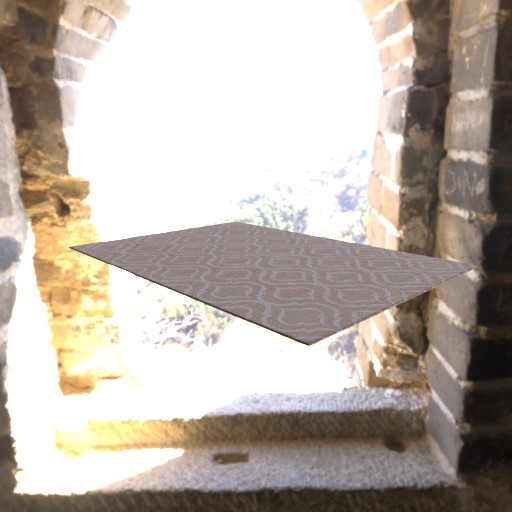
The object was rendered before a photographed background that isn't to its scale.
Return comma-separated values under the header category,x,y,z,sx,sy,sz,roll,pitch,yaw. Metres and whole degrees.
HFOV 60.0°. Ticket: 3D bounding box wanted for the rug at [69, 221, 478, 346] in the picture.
category,x,y,z,sx,sy,sz,roll,pitch,yaw
rug,0.000,0.000,2.802,1.524,0.010,2.134,-13,19,-42
